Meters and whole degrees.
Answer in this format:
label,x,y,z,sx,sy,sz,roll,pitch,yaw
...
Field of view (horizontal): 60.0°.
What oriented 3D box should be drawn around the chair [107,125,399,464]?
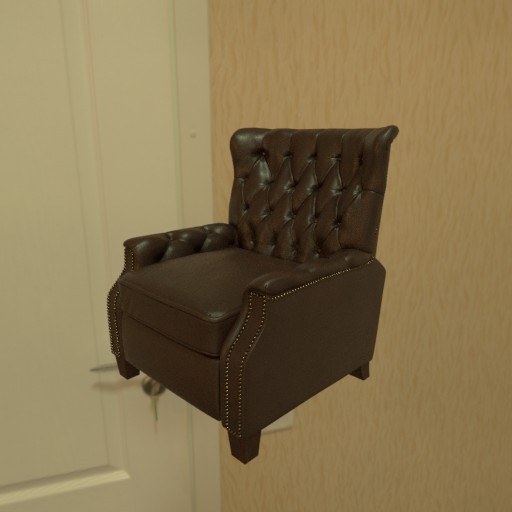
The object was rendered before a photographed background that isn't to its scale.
label,x,y,z,sx,sy,sz,roll,pitch,yaw
chair,0.000,0.000,1.526,0.709,0.864,0.823,15,21,42
